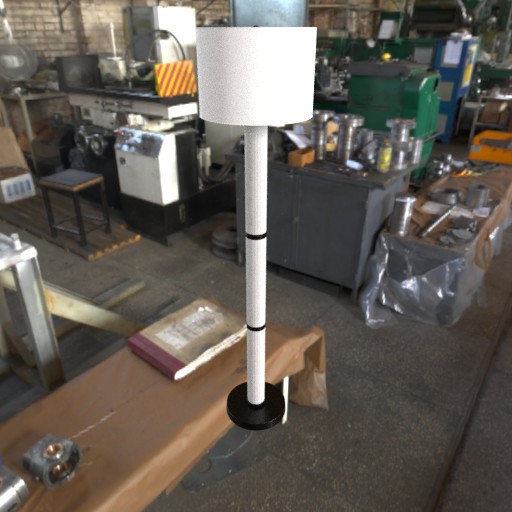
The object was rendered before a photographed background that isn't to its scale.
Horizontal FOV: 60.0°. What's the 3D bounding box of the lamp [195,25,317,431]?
[{"bbox_3d":[0.000,0.000,1.733,0.377,1.599,0.377,1,27,2],"label":"lamp"}]
